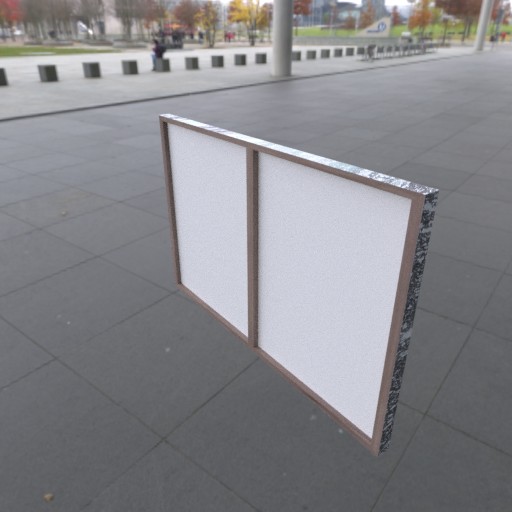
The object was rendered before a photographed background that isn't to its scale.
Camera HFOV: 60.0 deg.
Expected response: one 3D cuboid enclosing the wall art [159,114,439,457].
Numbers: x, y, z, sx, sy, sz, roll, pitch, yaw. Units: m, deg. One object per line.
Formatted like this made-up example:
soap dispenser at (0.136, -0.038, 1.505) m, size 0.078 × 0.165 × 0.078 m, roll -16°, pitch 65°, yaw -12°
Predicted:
wall art at (0.000, 0.000, 1.162) m, size 0.038 × 0.598 × 0.919 m, roll -19°, pitch 33°, yaw -33°
